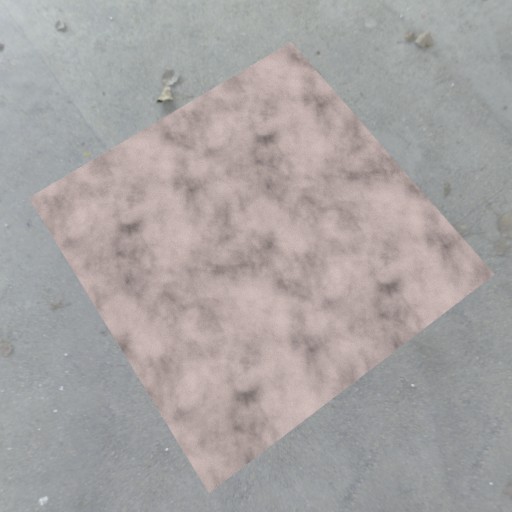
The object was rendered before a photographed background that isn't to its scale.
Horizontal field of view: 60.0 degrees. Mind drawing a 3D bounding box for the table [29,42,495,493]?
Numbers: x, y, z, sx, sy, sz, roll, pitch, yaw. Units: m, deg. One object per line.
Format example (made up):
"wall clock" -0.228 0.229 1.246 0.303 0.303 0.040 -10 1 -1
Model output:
"table" 0.000 0.000 1.034 0.670 0.305 0.670 -34 77 -9
